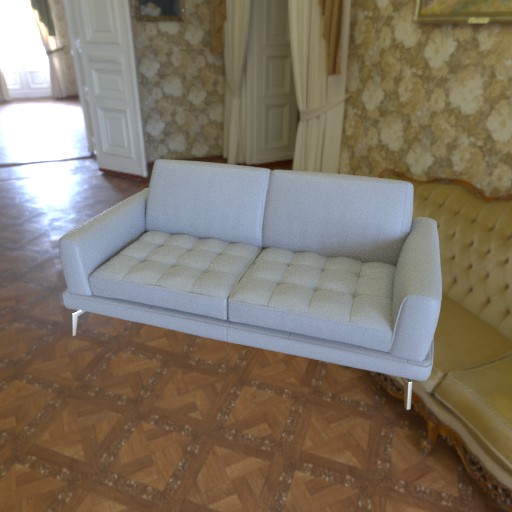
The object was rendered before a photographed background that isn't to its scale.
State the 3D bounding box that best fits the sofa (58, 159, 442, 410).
[{"bbox_3d":[0.000,0.000,2.779,2.177,0.930,1.121,8,28,16],"label":"sofa"}]
